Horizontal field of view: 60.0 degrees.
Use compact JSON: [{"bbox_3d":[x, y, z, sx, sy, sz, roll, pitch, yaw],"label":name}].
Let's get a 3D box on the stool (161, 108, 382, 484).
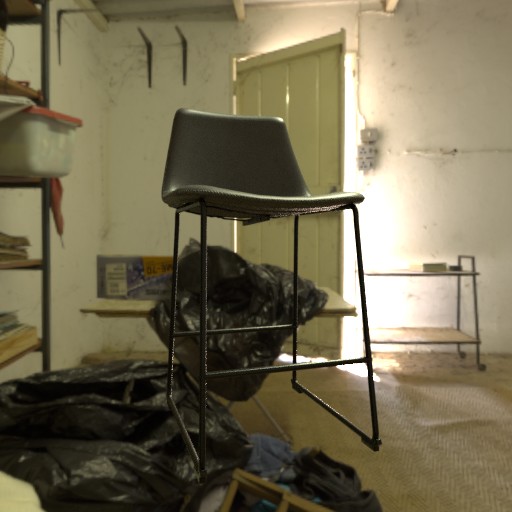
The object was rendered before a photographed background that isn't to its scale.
[{"bbox_3d":[0.000,0.000,1.171,0.470,0.876,0.546,-1,2,-19],"label":"stool"}]
